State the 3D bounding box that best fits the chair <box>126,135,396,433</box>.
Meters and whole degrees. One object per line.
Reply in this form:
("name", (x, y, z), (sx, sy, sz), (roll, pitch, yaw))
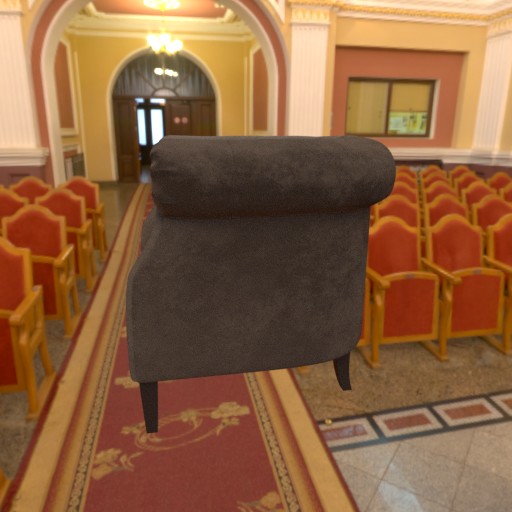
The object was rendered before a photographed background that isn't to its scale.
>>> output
("chair", (0.000, 0.000, 1.576), (0.851, 0.826, 0.904), (-3, 16, -10))
